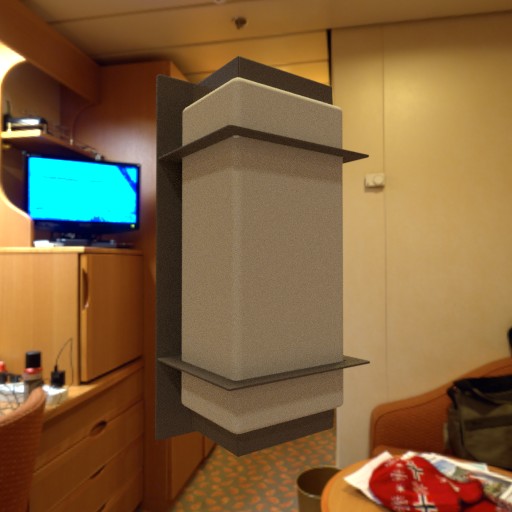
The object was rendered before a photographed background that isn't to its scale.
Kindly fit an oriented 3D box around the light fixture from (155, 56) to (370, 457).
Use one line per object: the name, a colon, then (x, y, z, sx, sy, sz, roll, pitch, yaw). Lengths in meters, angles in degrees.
light fixture: (0.000, 0.000, 0.420, 0.153, 0.347, 0.146, 1, -1, -36)
